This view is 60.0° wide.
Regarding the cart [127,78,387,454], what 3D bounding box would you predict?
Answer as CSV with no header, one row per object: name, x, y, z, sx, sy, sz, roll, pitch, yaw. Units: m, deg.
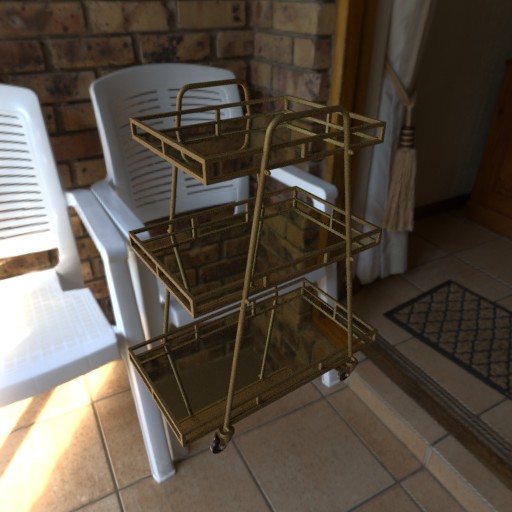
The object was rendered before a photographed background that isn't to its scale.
cart,0.000,0.000,1.259,0.711,0.883,0.441,-19,36,-29
